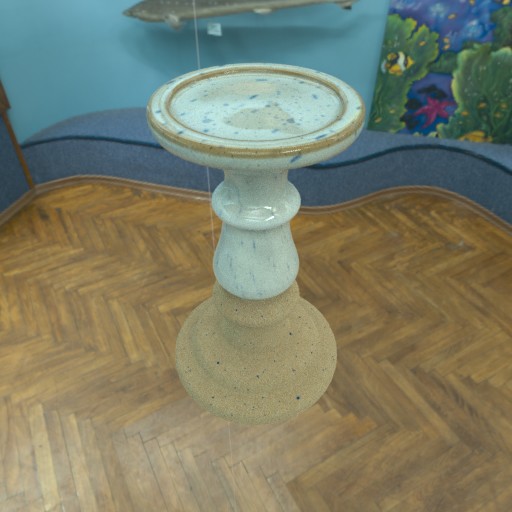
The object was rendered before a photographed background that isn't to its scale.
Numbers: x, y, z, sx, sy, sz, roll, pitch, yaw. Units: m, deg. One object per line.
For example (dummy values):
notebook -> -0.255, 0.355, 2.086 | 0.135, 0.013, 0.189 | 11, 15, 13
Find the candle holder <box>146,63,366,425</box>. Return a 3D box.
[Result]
candle holder -> 0.000, 0.000, 0.278 | 0.123, 0.202, 0.123 | 0, 42, 0
